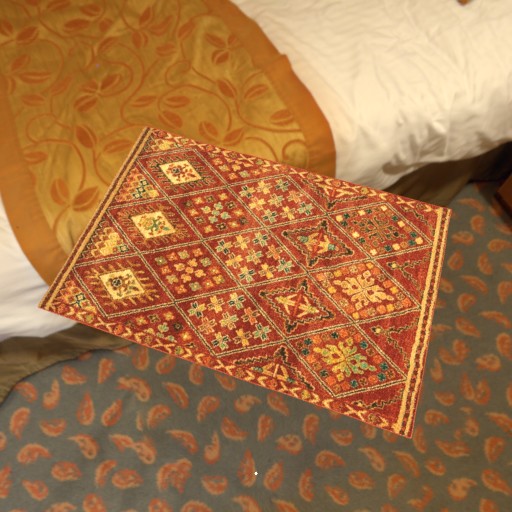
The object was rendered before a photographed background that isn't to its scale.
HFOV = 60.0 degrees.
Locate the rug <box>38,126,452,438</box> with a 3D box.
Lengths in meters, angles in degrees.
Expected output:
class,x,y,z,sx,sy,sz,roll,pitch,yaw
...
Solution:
class,x,y,z,sx,sy,sz,roll,pitch,yaw
rug,0.000,0.000,2.844,2.286,0.026,1.521,17,65,8
